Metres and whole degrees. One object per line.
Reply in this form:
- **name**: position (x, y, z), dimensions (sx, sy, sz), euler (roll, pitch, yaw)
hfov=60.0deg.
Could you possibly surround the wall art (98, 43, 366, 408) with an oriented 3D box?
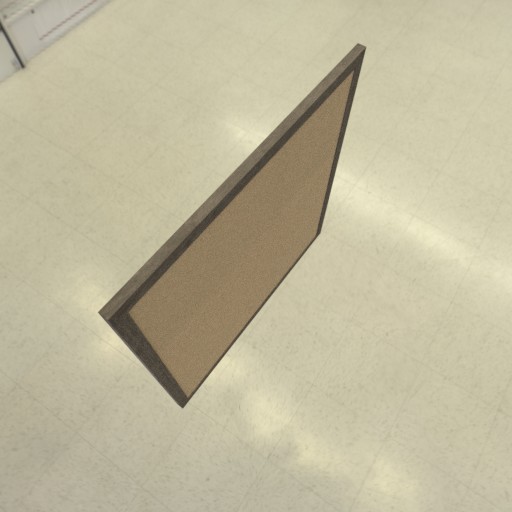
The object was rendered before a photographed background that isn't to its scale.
- **wall art**: position (0.000, 0.000, 0.681), dimensions (0.013, 0.457, 0.457), euler (33, 67, 16)
